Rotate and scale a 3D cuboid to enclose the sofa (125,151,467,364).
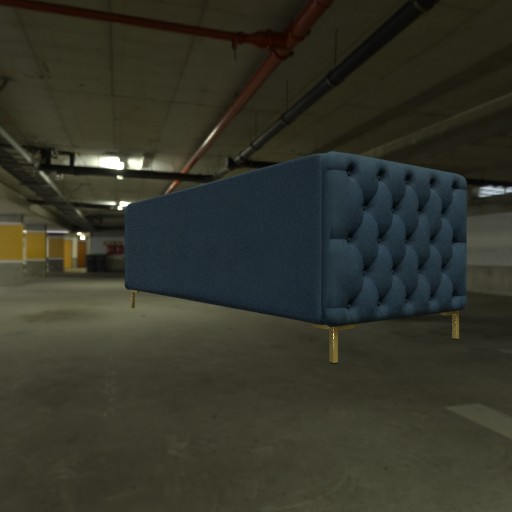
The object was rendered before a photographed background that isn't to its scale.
[{"bbox_3d":[0.000,0.000,2.678,0.895,0.771,2.209,0,0,-35],"label":"sofa"}]
